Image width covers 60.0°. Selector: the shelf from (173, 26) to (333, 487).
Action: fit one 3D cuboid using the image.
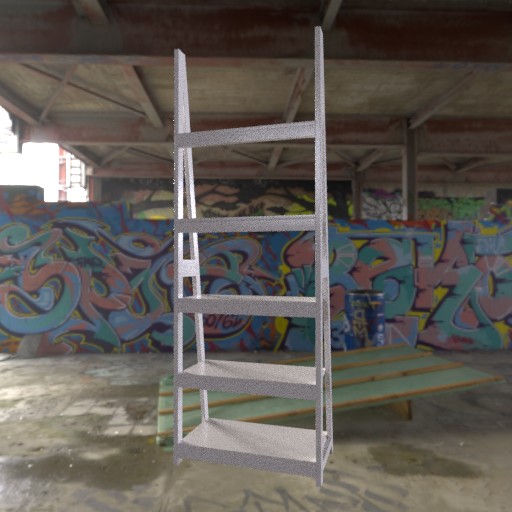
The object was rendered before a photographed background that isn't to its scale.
[{"bbox_3d":[0.000,0.000,1.968,0.636,1.779,0.341,0,-1,17],"label":"shelf"}]
